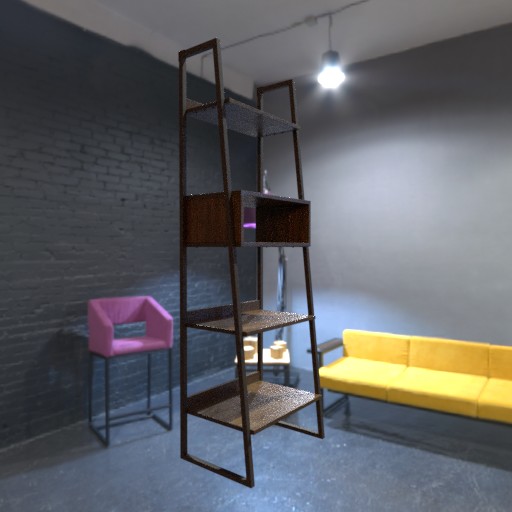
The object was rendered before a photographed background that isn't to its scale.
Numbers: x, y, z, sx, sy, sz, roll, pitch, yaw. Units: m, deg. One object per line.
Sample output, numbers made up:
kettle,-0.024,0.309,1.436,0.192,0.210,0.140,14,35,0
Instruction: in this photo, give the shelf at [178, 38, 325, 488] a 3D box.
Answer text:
shelf,0.000,0.000,2.301,0.454,2.005,0.652,1,1,38
